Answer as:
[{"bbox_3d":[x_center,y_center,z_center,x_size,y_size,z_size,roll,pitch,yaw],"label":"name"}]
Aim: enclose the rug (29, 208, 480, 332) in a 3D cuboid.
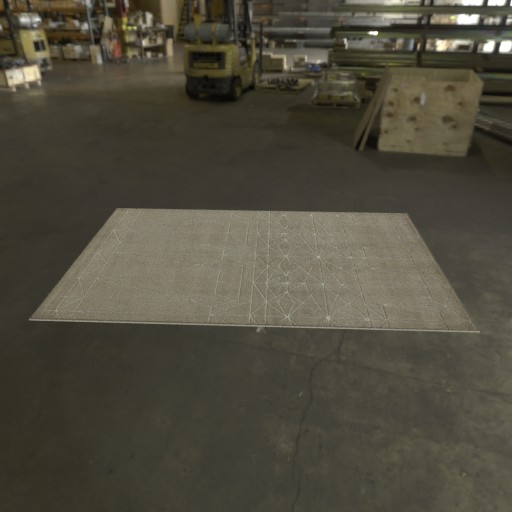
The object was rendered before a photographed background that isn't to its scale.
[{"bbox_3d":[0.000,0.000,3.055,2.438,0.012,1.524,1,30,2],"label":"rug"}]
